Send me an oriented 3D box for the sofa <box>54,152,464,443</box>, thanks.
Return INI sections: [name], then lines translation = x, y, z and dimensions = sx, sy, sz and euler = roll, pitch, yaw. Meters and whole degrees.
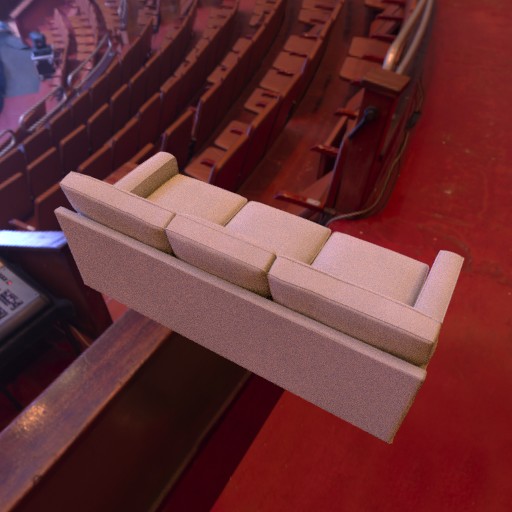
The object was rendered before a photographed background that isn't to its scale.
[sofa]
translation = 0.000, 0.000, 2.563
dimensions = 2.088, 0.862, 0.935
euler = 23, 50, 21
